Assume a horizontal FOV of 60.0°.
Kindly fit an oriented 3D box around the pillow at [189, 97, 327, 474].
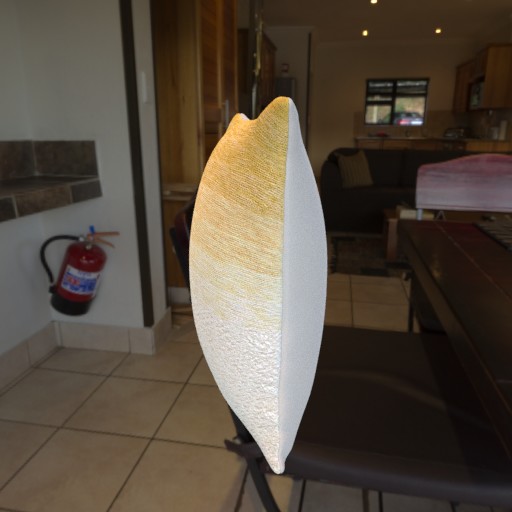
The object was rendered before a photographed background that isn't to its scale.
[{"bbox_3d":[0.000,0.000,0.704,0.211,0.450,0.450,-2,16,-8],"label":"pillow"}]
